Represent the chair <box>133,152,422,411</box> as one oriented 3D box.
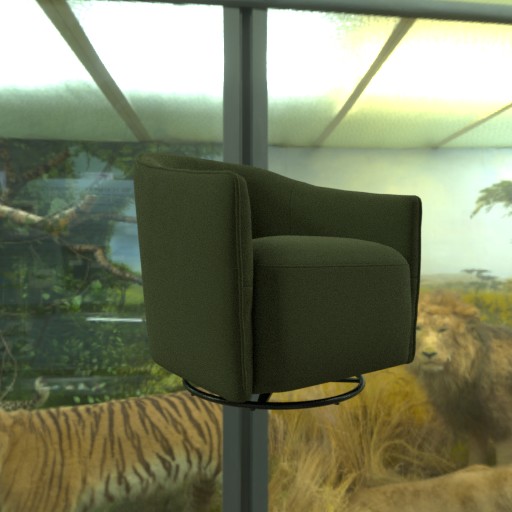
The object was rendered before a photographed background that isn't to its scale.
[{"bbox_3d":[0.000,0.000,1.494,0.747,0.799,0.875,0,0,-36],"label":"chair"}]
